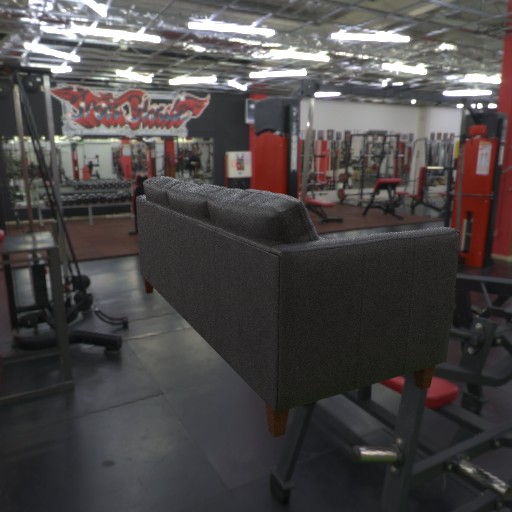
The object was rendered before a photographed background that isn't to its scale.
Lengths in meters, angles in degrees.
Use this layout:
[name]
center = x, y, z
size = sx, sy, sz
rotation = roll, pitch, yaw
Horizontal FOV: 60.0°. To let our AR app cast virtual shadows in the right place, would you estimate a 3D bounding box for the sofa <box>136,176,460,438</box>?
[sofa]
center = 0.000, 0.000, 2.975
size = 1.045, 1.006, 2.464
rotation = -6, 14, -26
